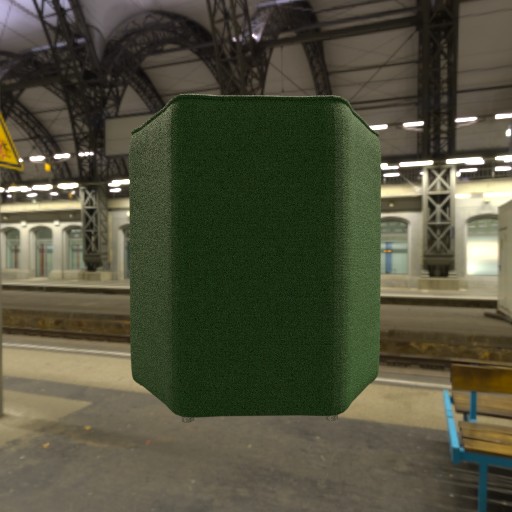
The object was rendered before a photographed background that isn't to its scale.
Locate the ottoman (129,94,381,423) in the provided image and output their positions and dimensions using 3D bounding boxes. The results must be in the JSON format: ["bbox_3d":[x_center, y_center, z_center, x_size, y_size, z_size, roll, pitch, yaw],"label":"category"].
[{"bbox_3d":[0.000,0.000,0.882,0.499,0.507,0.444,0,0,-2],"label":"ottoman"}]
